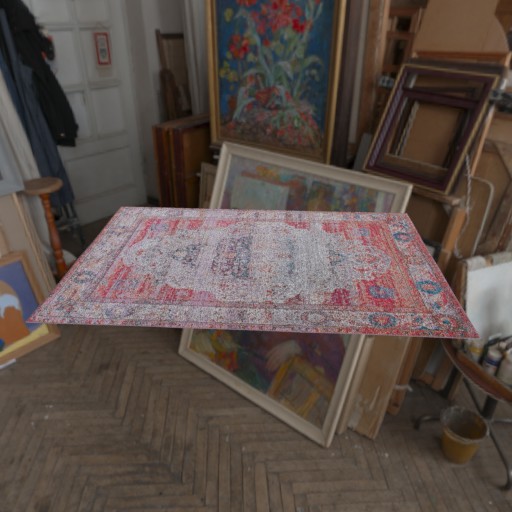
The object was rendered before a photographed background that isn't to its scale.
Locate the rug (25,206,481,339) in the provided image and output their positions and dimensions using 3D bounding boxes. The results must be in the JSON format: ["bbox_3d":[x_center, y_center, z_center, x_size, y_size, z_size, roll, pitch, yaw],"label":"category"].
[{"bbox_3d":[0.000,0.000,2.301,1.829,0.006,1.219,2,29,3],"label":"rug"}]
